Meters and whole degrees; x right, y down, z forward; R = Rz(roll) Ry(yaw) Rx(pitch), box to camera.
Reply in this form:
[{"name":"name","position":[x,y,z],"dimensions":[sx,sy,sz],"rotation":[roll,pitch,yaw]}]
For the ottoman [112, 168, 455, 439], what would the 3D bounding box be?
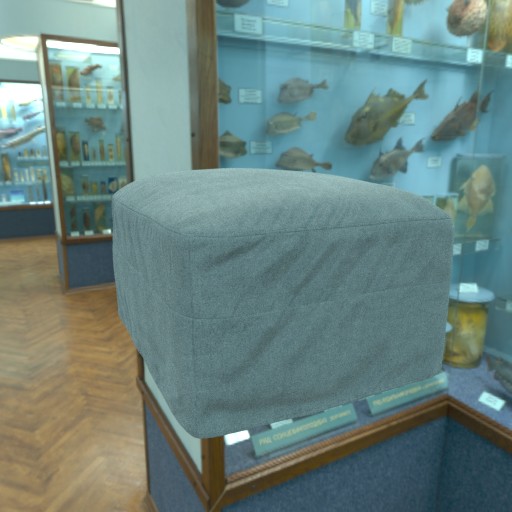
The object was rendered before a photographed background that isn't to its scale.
[{"name":"ottoman","position":[0.000,0.000,1.249],"dimensions":[0.683,0.481,0.837],"rotation":[-7,15,-26]}]
